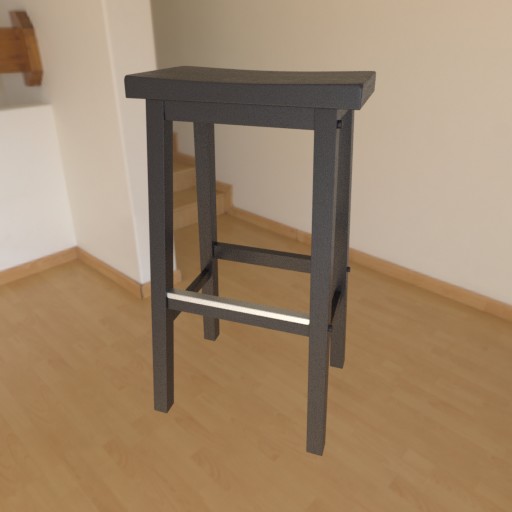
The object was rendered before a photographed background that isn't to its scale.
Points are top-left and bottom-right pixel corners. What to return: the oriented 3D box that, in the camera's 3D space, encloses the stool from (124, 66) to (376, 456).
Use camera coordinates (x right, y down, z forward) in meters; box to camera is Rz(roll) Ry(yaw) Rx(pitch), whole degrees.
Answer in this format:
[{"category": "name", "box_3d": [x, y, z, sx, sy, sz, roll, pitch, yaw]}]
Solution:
[{"category": "stool", "box_3d": [0.000, 0.000, 0.969, 0.406, 0.742, 0.322, 9, 29, 16]}]
